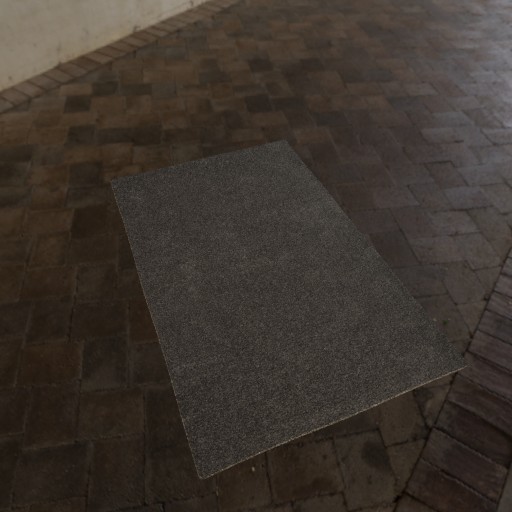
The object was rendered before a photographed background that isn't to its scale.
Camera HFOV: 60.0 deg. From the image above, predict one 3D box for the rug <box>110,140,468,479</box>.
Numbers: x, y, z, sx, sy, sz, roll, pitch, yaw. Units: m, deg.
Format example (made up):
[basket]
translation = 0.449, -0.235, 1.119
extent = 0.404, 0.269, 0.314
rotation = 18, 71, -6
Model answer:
[rug]
translation = 0.000, 0.000, 2.917
extent = 1.502, 0.025, 2.350
rotation = -17, 49, -15
